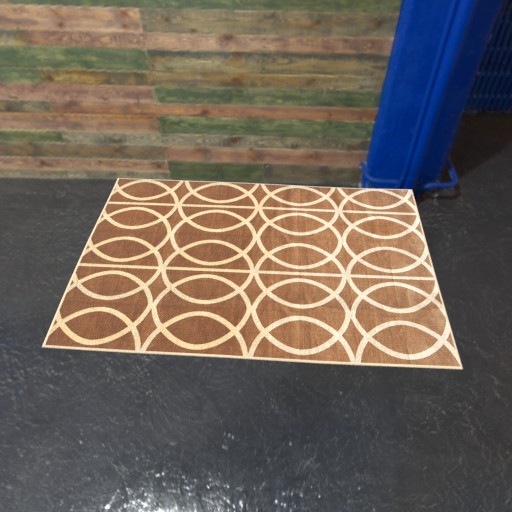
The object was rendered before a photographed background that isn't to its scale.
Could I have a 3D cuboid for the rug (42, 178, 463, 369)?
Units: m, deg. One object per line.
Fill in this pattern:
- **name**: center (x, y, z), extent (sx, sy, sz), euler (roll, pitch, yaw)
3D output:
- **rug**: center (0.000, 0.000, 2.911), extent (2.294, 0.014, 1.528), euler (3, 47, 2)
